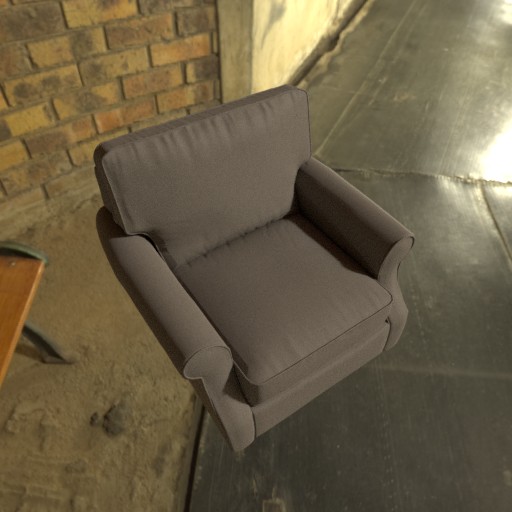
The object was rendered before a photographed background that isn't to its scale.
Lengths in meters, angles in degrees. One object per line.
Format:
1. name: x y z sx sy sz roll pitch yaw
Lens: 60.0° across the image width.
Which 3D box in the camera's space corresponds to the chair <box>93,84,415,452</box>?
1. chair: 0.000 0.000 1.761 1.029 0.967 0.966 -26 51 -23
